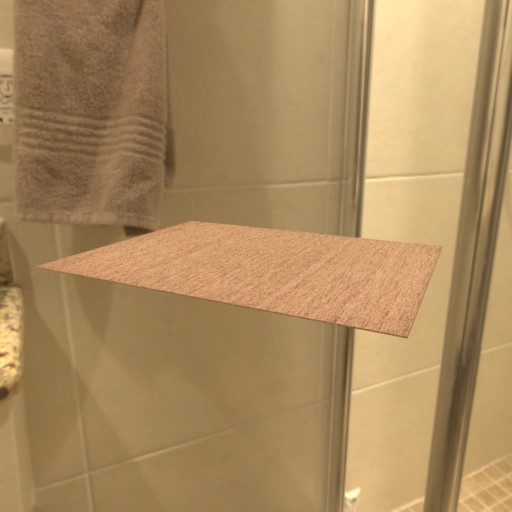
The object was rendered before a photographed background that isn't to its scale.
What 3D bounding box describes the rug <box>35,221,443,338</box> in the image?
[{"bbox_3d":[0.000,0.000,4.337,3.205,0.013,2.448,8,17,26],"label":"rug"}]
